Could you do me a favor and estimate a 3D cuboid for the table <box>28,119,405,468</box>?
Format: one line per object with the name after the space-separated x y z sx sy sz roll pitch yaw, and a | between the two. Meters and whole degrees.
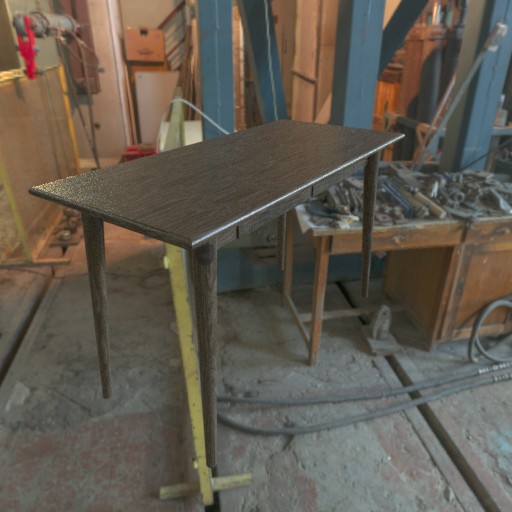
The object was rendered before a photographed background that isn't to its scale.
0.000 0.000 1.698 0.599 0.780 1.300 18 32 31 | table
